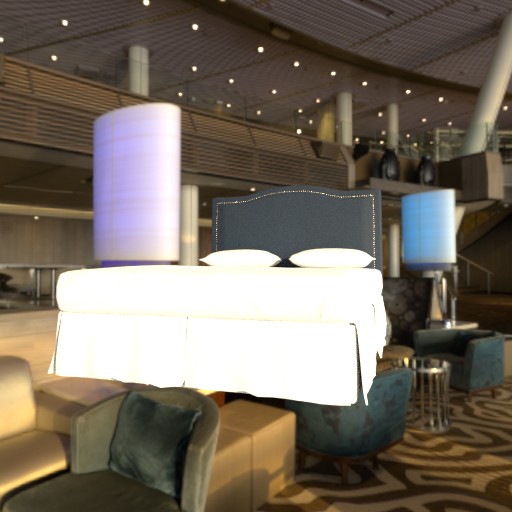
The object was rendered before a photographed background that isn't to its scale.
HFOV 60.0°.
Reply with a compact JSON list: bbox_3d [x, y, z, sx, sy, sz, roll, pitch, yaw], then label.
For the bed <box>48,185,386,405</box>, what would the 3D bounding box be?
[{"bbox_3d":[0.000,0.000,3.340,1.821,1.436,2.282,0,-2,19],"label":"bed"}]
